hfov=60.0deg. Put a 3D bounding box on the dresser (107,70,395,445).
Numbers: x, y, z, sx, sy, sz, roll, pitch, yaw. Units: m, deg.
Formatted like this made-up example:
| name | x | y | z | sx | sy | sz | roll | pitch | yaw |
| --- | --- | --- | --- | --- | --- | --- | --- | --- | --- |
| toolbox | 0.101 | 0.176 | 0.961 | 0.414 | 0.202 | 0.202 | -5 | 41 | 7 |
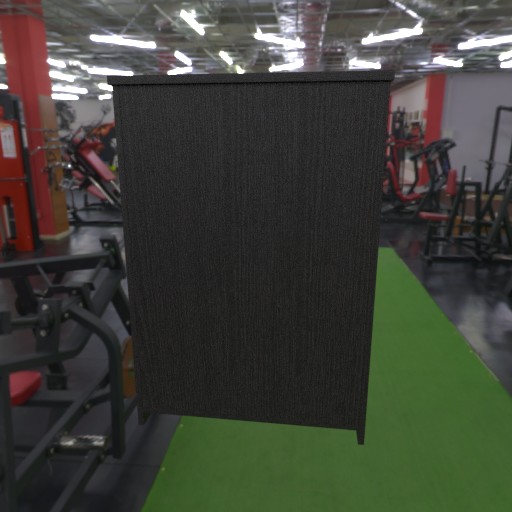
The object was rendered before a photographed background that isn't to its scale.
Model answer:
| name | x | y | z | sx | sy | sz | roll | pitch | yaw |
| --- | --- | --- | --- | --- | --- | --- | --- | --- | --- |
| dresser | 0.000 | 0.000 | 1.391 | 0.704 | 1.020 | 0.399 | 2 | 15 | 8 |
